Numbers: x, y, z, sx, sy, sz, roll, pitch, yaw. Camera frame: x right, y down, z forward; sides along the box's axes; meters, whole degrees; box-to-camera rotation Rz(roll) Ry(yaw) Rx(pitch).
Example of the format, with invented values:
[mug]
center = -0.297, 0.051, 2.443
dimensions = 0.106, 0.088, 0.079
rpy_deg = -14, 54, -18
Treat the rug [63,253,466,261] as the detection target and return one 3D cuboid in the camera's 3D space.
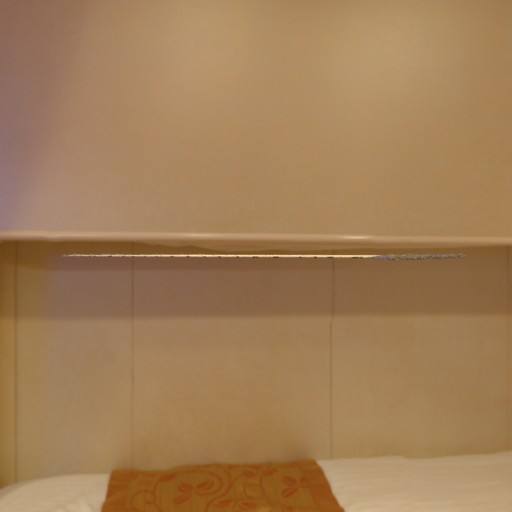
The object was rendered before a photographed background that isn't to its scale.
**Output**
[rug]
center = 0.000, 0.000, 3.131
dimensions = 2.472, 0.035, 1.495
rpy_deg = 0, 0, 36
